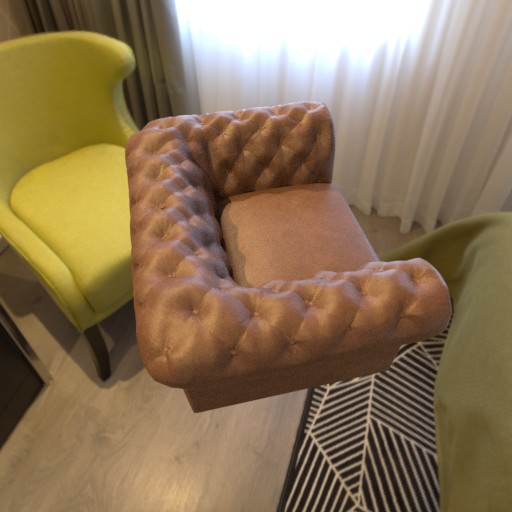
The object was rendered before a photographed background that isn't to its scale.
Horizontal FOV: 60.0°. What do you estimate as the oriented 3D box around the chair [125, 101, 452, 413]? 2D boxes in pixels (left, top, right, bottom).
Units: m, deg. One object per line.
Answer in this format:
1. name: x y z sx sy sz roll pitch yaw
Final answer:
1. chair: 0.000 0.000 1.881 0.954 0.784 1.298 -10 48 -9
